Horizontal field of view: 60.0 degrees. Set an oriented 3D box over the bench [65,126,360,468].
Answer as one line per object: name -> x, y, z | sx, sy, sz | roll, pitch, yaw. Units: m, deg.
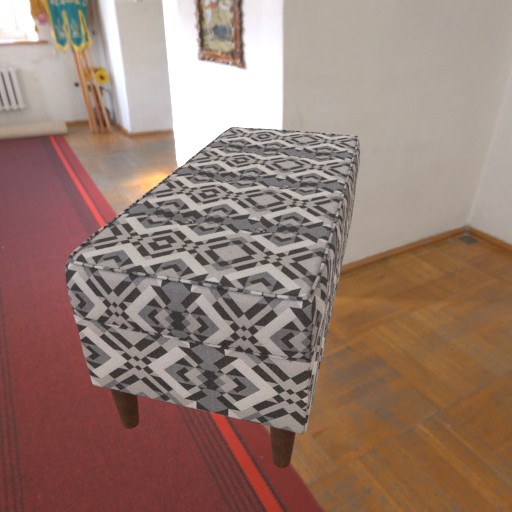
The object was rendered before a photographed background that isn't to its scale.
bench -> 0.000, 0.000, 1.290 | 0.492, 0.477, 1.016 | 8, 32, 13
